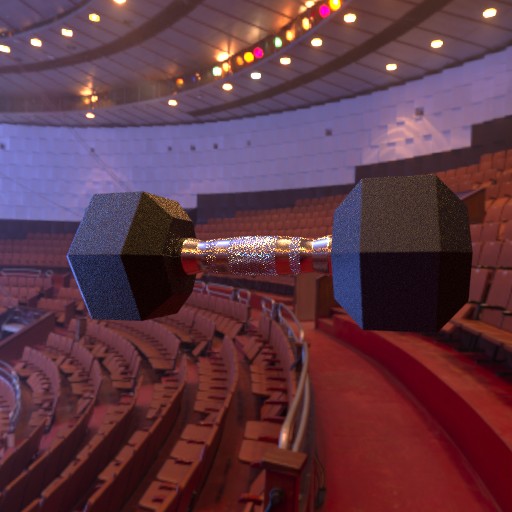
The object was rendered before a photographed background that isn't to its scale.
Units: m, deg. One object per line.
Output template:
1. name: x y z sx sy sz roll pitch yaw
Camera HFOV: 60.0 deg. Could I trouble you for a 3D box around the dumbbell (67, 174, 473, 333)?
1. dumbbell: 0.000 0.000 0.317 0.272 0.092 0.106 0 -2 17
